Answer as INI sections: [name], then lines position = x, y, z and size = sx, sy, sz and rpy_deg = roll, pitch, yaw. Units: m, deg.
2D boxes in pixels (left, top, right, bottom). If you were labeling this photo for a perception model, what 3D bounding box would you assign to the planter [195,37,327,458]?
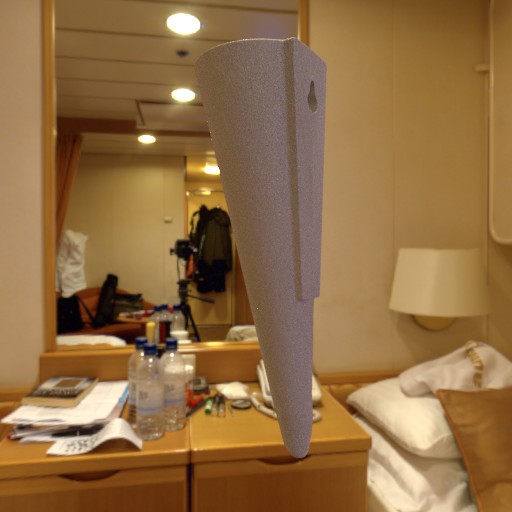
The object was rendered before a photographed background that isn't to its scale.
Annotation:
[planter]
position = 0.000, 0.000, 0.224
size = 0.064, 0.191, 0.057
rpy_deg = 0, 1, 34
